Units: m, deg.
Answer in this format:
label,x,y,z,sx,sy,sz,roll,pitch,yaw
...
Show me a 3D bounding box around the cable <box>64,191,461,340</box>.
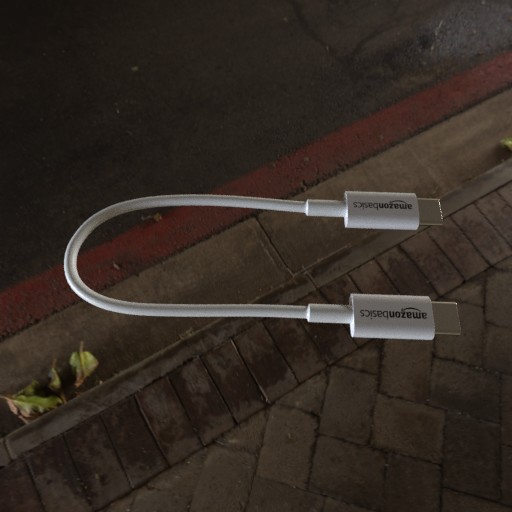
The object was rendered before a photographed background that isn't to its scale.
label,x,y,z,sx,sy,sz,roll,pitch,yaw
cable,0.000,0.000,0.114,0.098,0.005,0.041,2,64,1
